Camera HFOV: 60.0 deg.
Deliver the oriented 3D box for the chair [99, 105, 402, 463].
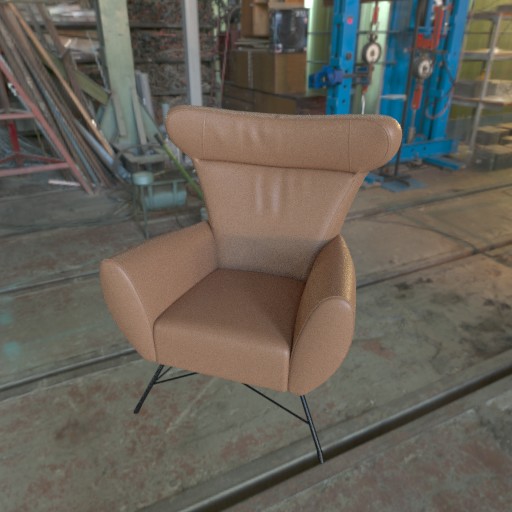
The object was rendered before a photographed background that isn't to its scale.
[{"bbox_3d":[0.000,0.000,1.772,0.980,1.050,0.900,8,28,16],"label":"chair"}]
